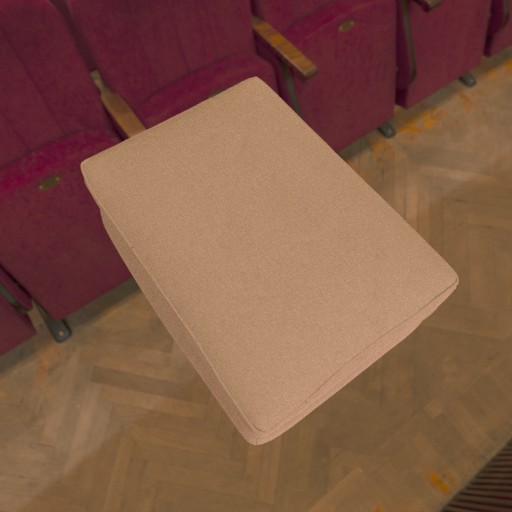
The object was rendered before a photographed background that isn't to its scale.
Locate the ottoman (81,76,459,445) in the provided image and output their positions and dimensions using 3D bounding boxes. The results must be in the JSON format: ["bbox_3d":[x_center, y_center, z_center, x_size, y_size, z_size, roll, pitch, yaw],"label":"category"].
[{"bbox_3d":[0.000,0.000,1.001,0.501,0.456,0.665,-32,68,-15],"label":"ottoman"}]
